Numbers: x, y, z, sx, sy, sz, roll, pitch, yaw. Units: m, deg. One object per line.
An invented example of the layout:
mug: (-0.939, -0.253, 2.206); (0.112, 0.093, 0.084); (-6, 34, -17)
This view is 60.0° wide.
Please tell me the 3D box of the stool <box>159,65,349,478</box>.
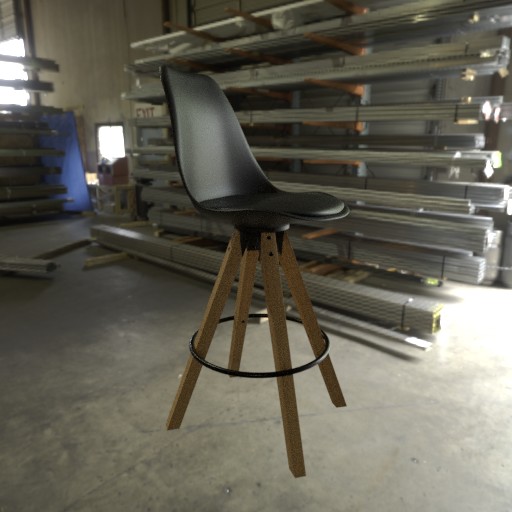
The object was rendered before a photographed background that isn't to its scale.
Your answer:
stool: (0.000, 0.000, 1.377); (0.550, 1.115, 0.485); (7, 16, 27)
